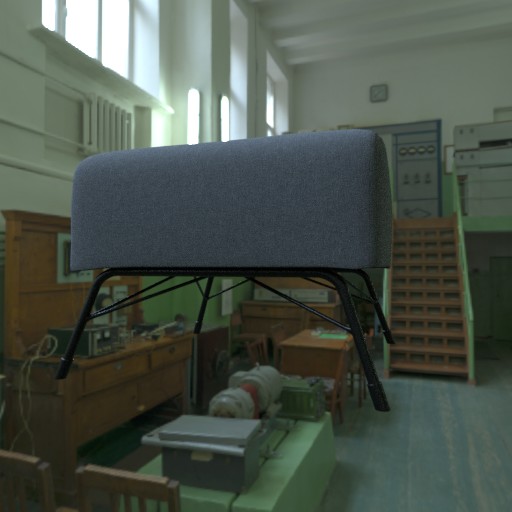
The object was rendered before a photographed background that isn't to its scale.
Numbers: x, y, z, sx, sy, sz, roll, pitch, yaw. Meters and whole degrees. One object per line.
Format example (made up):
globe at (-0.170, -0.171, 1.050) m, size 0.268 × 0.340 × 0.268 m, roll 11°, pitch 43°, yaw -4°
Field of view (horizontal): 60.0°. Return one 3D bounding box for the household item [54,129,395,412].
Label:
household item at (0.000, 0.000, 0.898) m, size 0.530 × 0.410 × 0.530 m, roll 0°, pitch -1°, yaw 18°
